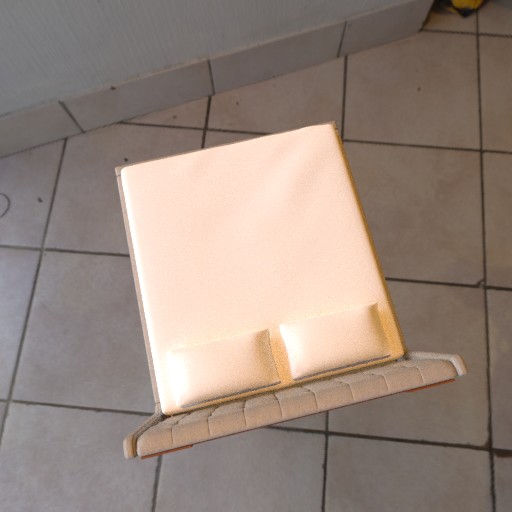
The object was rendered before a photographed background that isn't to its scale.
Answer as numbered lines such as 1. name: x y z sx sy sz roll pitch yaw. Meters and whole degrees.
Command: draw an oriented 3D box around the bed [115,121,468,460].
1. bed: 0.000 0.000 3.451 2.062 1.289 2.342 -13 76 -3
